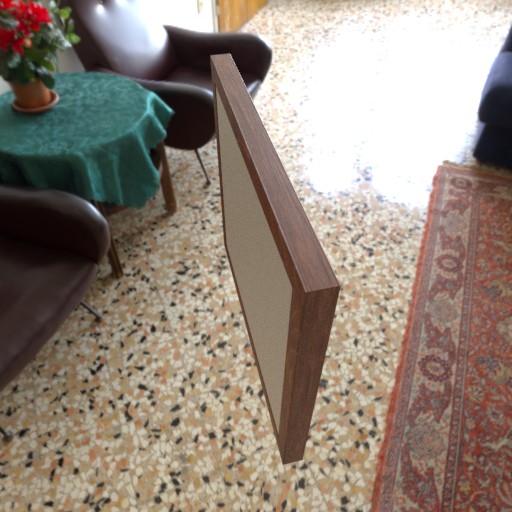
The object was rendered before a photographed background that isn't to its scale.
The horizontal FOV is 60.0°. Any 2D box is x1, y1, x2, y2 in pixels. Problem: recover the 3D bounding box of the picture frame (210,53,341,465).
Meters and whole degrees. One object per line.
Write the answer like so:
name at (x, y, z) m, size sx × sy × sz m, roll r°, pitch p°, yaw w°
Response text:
picture frame at (0.000, 0.000, 0.539) m, size 0.025 × 0.330 × 0.381 m, roll -10°, pitch 48°, yaw -9°
